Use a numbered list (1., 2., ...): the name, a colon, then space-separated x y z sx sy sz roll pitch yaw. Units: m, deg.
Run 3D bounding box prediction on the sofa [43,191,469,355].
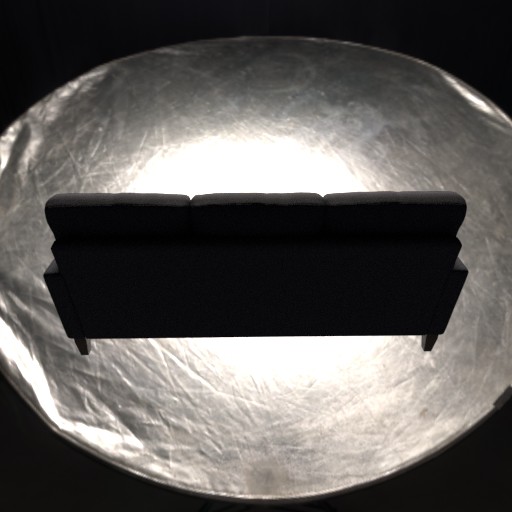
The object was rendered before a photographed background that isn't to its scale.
1. sofa: 0.000 0.000 2.595 2.115 0.984 0.888 0 29 -1
